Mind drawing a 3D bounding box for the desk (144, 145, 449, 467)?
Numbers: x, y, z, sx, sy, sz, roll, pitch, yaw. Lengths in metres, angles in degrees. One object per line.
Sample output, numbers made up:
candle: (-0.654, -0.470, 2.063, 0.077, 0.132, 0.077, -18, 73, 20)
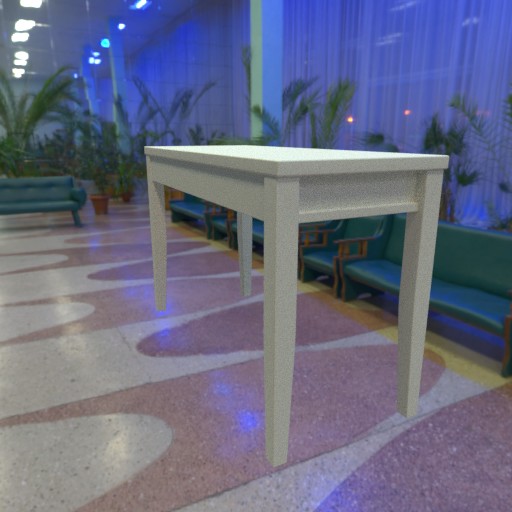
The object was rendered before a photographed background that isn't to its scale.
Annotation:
desk: (0.000, 0.000, 1.661, 0.508, 0.775, 1.220, -8, 17, -25)
